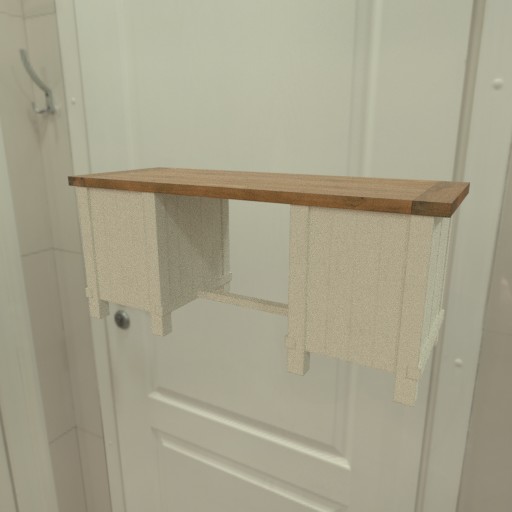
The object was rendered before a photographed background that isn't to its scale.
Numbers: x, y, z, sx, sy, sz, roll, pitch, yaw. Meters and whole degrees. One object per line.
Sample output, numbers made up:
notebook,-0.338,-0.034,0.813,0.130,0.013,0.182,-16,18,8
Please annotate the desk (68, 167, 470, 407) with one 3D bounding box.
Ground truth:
desk,0.000,0.000,2.215,1.803,0.760,0.688,9,18,28
